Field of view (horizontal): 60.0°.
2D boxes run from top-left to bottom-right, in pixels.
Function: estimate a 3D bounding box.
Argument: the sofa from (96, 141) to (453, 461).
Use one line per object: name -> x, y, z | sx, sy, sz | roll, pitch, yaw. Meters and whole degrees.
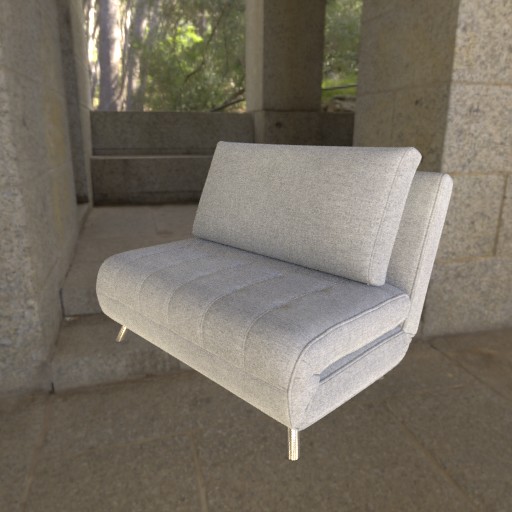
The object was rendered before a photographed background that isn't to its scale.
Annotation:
sofa -> 0.000, 0.000, 1.869 | 0.910, 0.910, 1.220 | -15, 22, -42
